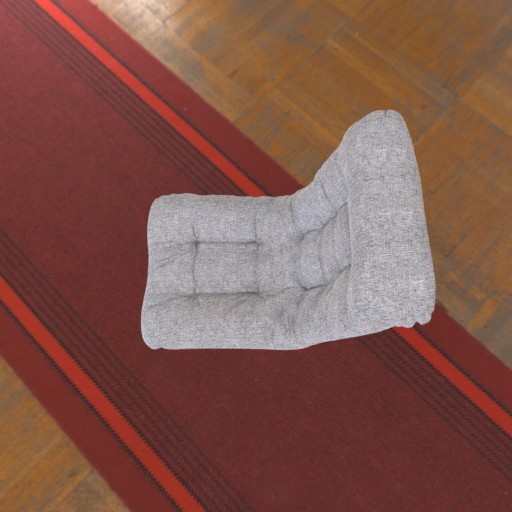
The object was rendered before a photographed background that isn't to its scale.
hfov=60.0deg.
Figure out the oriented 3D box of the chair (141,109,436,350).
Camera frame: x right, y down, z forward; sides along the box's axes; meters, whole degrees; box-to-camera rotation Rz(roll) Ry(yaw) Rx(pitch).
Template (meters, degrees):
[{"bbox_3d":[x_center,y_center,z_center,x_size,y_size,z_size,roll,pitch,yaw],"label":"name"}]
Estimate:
[{"bbox_3d":[0.000,0.000,1.014,0.583,0.600,0.400,-1,74,0],"label":"chair"}]
